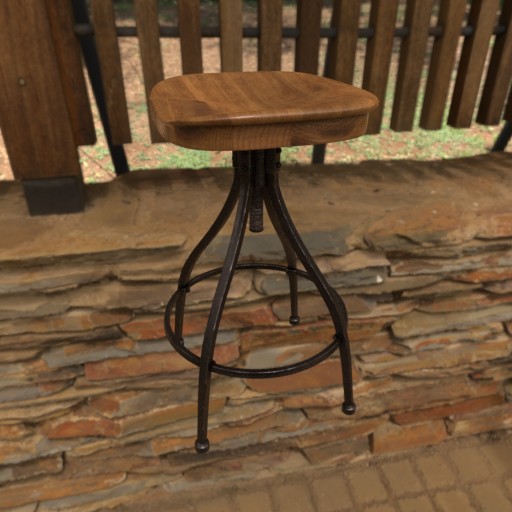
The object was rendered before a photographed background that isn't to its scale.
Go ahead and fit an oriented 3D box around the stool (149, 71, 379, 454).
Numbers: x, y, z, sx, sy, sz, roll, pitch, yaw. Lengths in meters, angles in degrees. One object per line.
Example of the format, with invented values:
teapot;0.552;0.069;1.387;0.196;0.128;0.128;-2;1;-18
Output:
stool;0.000;0.000;0.960;0.424;0.694;0.432;-9;30;-15
